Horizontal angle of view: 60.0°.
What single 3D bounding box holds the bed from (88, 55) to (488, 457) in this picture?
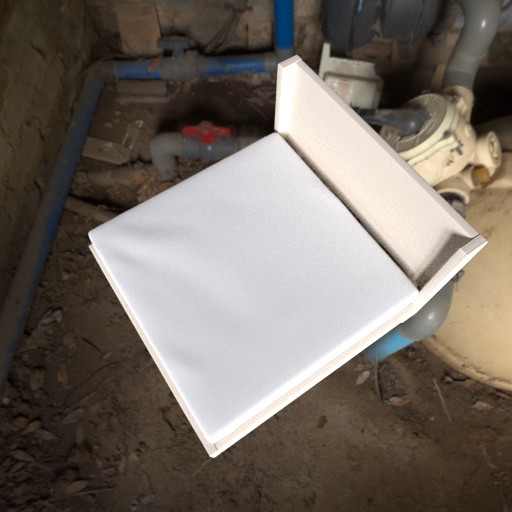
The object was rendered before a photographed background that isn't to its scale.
[{"bbox_3d":[0.000,0.000,3.698,2.293,1.471,2.145,-31,68,-14],"label":"bed"}]
